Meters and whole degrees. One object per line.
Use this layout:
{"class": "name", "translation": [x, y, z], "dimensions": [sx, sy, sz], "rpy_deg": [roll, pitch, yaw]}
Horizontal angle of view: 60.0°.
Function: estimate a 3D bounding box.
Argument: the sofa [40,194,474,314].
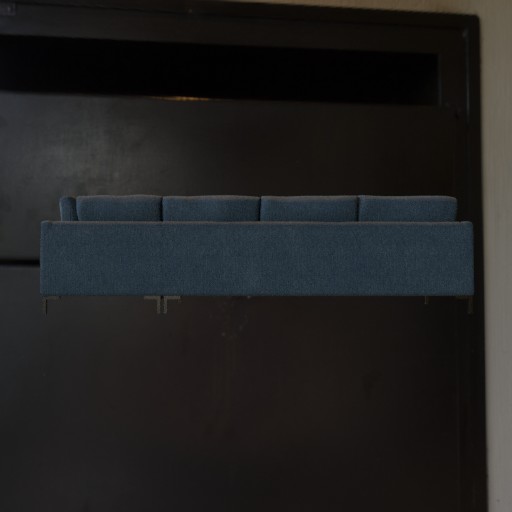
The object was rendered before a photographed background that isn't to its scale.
{"class": "sofa", "translation": [0.000, 0.000, 3.939], "dimensions": [2.949, 0.815, 2.007], "rpy_deg": [0, -1, -1]}
